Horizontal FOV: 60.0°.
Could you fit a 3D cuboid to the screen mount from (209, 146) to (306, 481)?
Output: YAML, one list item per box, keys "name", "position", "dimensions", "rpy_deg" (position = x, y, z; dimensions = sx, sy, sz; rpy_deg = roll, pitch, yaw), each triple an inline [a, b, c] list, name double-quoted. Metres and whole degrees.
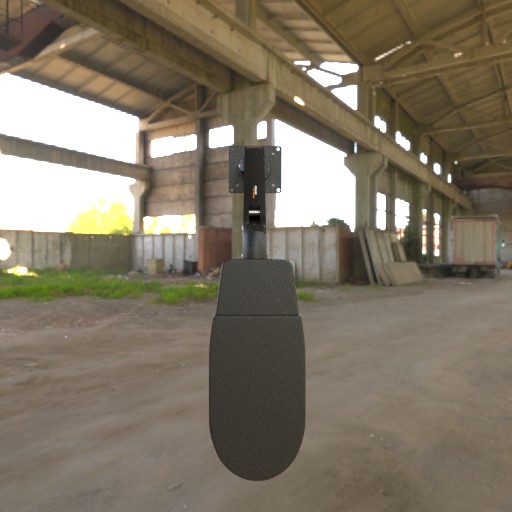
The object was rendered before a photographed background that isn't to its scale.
- name: "screen mount"
  position: [0.000, 0.000, 0.710]
  dimensions: [0.115, 0.466, 0.495]
  rpy_deg: [0, 1, 0]
